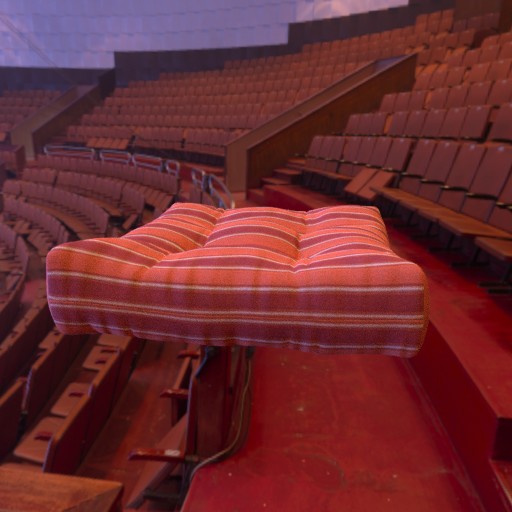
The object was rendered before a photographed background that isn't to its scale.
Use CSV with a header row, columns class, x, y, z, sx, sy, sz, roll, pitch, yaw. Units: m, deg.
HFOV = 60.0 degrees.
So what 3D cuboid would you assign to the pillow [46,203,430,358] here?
class,x,y,z,sx,sy,sz,roll,pitch,yaw
pillow,0.000,0.000,0.735,0.468,0.133,0.490,2,15,8
